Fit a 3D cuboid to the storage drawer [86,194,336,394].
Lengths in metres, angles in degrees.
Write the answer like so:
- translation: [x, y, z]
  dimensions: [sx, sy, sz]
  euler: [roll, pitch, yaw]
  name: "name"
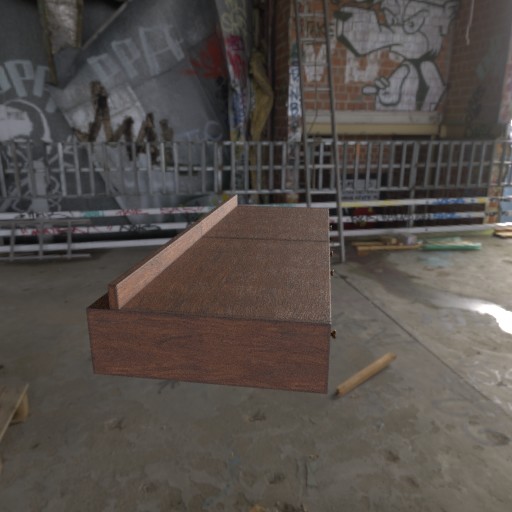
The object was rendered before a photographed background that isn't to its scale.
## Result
- translation: [0.000, 0.000, 2.252]
  dimensions: [0.774, 0.339, 1.914]
  euler: [2, 16, 8]
  name: "storage drawer"
